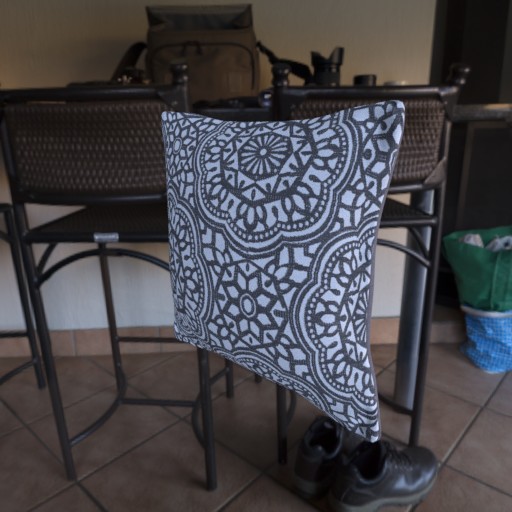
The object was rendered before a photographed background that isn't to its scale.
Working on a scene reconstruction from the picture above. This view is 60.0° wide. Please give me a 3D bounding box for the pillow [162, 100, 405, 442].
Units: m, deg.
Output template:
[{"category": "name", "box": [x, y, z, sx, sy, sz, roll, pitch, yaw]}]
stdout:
[{"category": "pillow", "box": [0.000, 0.000, 0.652, 0.436, 0.417, 0.148, 15, 22, 42]}]
